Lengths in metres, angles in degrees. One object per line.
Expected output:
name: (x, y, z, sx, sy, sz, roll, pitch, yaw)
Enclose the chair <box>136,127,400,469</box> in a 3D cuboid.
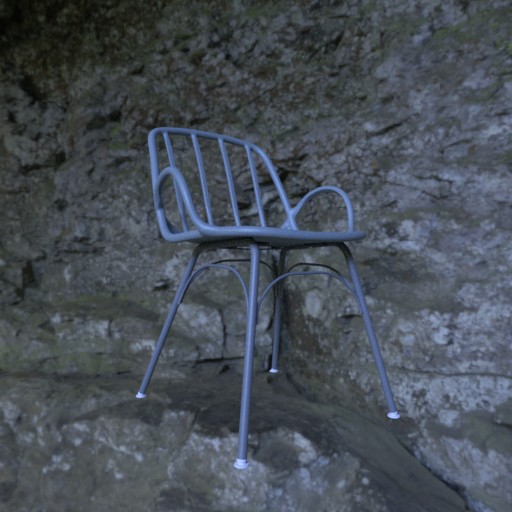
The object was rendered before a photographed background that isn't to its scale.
chair: (0.000, 0.000, 1.228, 0.549, 0.816, 0.597, 0, 0, -35)
